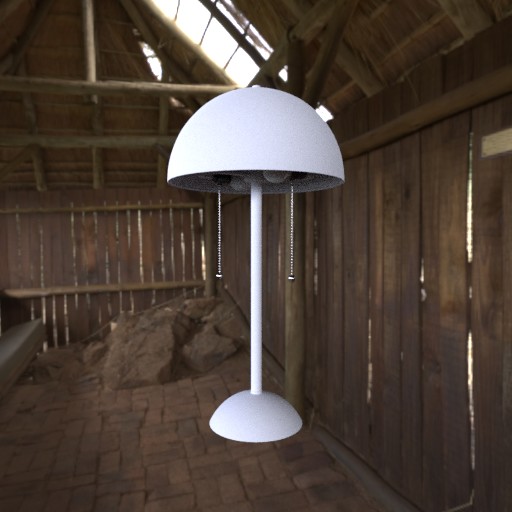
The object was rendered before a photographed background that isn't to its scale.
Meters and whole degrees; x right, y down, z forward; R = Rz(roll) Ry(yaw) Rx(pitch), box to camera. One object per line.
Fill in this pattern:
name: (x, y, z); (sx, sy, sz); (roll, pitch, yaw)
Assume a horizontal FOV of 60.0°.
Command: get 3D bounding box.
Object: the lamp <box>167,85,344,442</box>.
lamp: (0.000, 0.000, 0.437); (0.171, 0.330, 0.171); (0, 2, 0)
